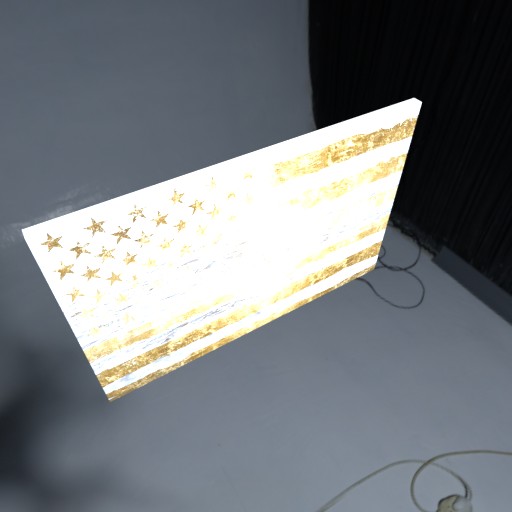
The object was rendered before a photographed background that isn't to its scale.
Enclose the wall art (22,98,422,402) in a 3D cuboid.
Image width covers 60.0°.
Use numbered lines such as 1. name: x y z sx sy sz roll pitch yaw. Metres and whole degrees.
1. wall art: 0.000 0.000 1.146 0.932 0.610 0.027 -23 51 -21
